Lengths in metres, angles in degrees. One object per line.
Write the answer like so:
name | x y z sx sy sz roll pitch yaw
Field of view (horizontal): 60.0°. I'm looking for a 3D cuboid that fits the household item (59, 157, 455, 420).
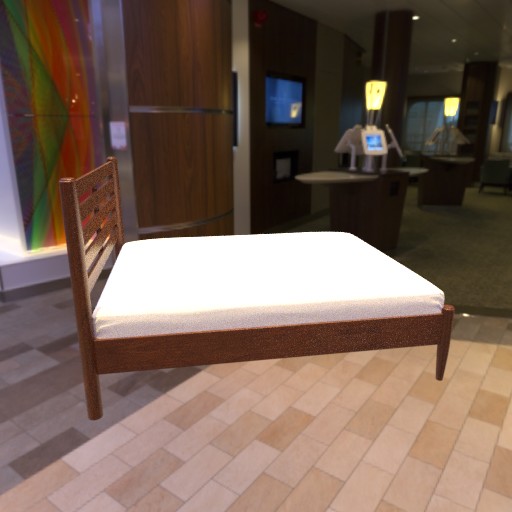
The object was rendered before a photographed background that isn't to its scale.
household item | 0.000 0.000 3.283 2.232 1.356 1.663 -3 17 -10
